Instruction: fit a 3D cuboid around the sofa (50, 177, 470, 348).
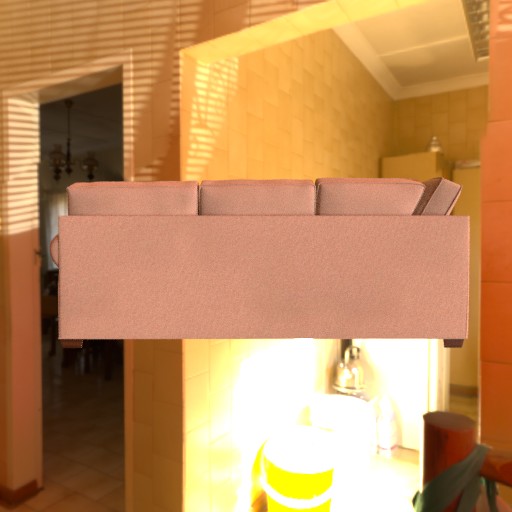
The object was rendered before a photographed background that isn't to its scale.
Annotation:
[{"bbox_3d":[0.000,0.000,3.893,2.562,1.053,2.487,0,2,0],"label":"sofa"}]
